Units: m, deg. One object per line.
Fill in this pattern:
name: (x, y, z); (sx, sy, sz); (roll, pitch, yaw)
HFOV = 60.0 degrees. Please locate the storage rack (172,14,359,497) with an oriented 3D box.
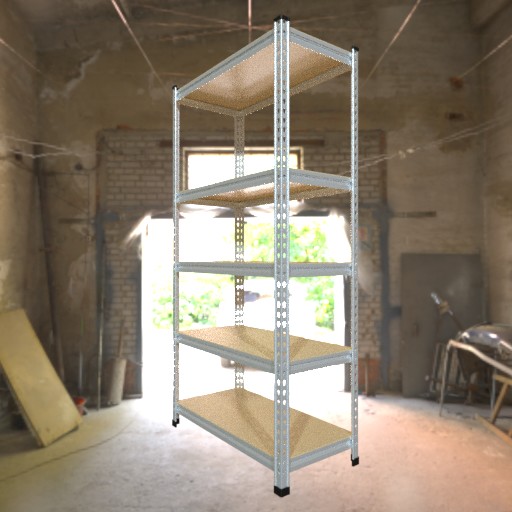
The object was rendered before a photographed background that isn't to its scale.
storage rack: (0.000, 0.000, 2.176); (0.457, 1.829, 0.914); (0, 0, -37)
